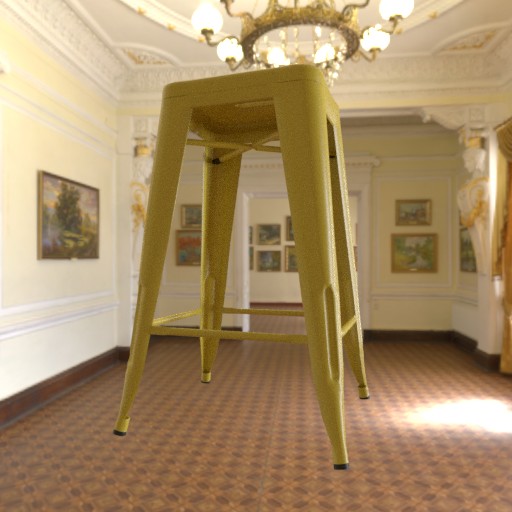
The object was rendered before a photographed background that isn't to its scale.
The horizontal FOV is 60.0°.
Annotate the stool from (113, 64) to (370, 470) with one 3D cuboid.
[{"bbox_3d":[0.000,0.000,0.852,0.399,0.609,0.359,0,0,19],"label":"stool"}]
